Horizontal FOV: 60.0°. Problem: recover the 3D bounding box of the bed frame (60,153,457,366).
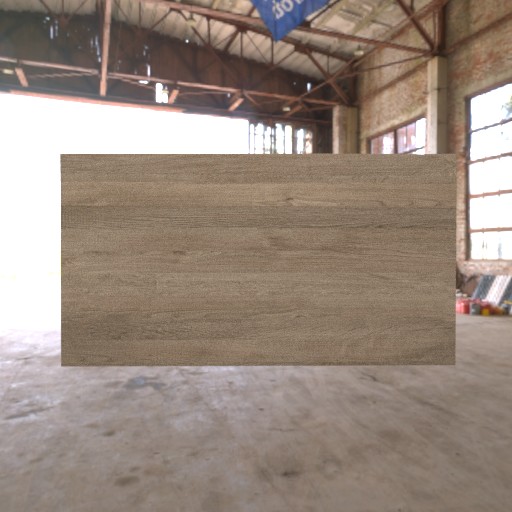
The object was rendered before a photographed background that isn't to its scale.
[{"bbox_3d":[0.000,0.000,2.643,1.490,0.800,1.950,0,1,-1],"label":"bed frame"}]
